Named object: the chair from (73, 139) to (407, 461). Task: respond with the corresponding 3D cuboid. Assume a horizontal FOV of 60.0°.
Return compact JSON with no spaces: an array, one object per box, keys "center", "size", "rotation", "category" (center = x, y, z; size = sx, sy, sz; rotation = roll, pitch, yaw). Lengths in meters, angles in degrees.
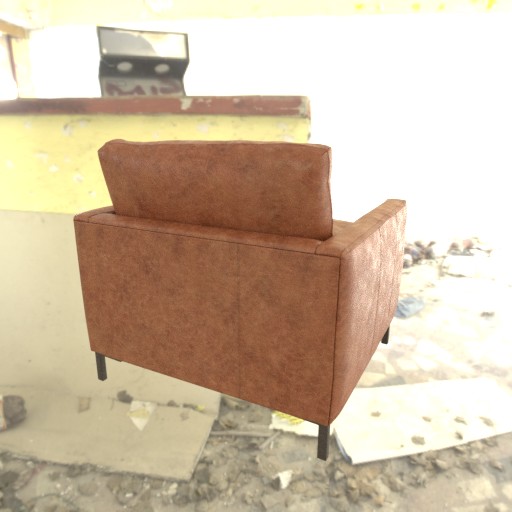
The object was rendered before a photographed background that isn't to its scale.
[{"center":[0.000,0.000,1.672],"size":[0.967,0.869,0.862],"rotation":[9,19,27],"category":"chair"}]
